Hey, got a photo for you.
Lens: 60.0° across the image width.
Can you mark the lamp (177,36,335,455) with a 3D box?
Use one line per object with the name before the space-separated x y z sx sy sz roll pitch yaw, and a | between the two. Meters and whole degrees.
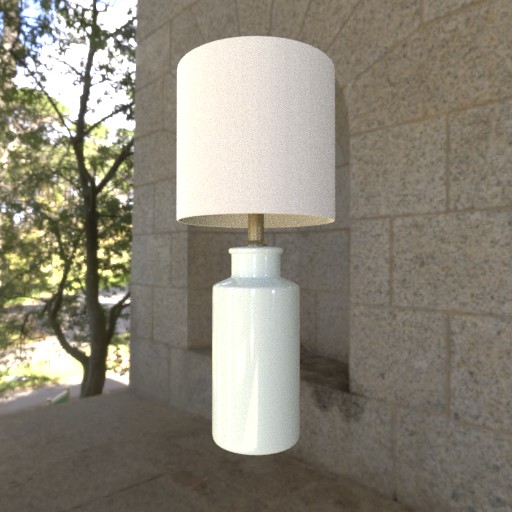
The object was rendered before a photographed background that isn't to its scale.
lamp | 0.000 0.000 0.601 0.212 0.493 0.212 0 -1 18
